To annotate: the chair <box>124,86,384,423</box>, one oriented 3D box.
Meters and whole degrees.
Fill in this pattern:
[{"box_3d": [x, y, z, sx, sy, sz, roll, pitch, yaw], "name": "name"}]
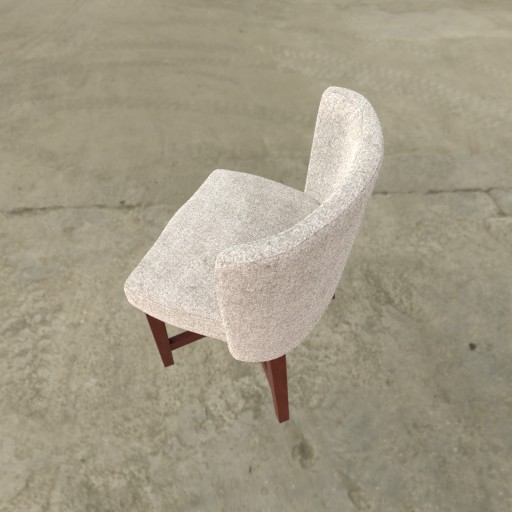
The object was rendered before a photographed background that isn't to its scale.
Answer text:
[{"box_3d": [0.000, 0.000, 1.318, 0.575, 0.827, 0.728, 17, 50, 15], "name": "chair"}]
